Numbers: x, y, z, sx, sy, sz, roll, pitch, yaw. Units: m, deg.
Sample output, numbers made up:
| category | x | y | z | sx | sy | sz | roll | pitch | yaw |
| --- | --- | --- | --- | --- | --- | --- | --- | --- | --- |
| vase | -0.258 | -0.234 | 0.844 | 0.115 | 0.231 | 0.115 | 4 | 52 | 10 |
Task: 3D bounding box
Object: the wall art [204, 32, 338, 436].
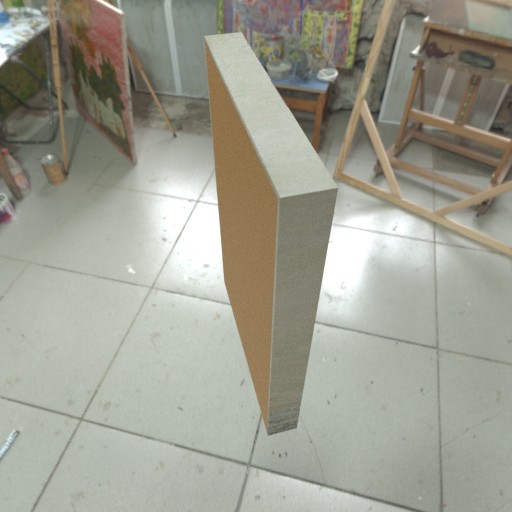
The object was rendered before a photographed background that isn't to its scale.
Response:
| category | x | y | z | sx | sy | sz | roll | pitch | yaw |
| --- | --- | --- | --- | --- | --- | --- | --- | --- | --- |
| wall art | 0.000 | 0.000 | 0.495 | 0.038 | 0.381 | 0.254 | -11 | 48 | -10 |
